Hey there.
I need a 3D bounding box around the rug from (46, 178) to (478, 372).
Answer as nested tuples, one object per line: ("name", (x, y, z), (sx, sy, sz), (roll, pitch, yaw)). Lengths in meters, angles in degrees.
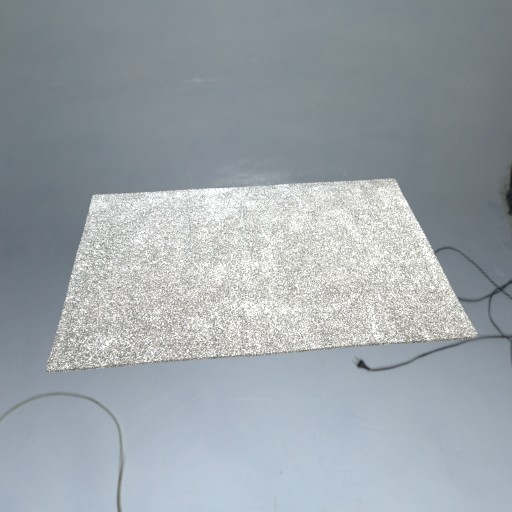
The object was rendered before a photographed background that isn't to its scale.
("rug", (0.000, 0.000, 2.918), (2.350, 0.025, 1.502), (-4, 46, -4))
